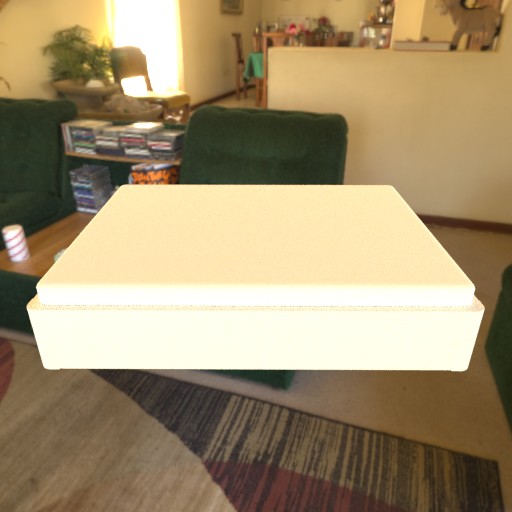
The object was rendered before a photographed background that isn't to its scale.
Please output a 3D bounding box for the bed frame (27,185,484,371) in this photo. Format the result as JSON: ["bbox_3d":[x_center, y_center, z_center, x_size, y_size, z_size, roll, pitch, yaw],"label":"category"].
[{"bbox_3d":[0.000,0.000,2.480,1.900,0.406,1.400,0,28,0],"label":"bed frame"}]
